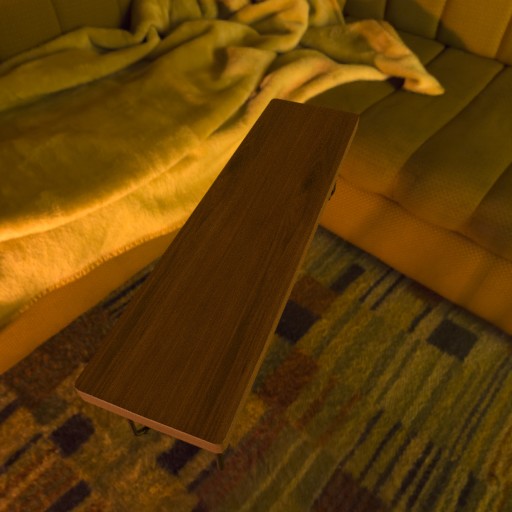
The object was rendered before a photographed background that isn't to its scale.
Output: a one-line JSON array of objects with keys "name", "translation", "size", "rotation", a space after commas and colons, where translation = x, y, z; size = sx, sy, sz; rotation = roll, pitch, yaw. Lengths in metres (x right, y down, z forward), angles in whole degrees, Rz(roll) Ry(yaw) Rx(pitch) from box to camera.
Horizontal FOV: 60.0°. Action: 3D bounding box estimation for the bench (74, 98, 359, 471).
[{"name": "bench", "translation": [0.000, 0.000, 1.744], "size": [0.425, 0.462, 1.570], "rotation": [16, 50, 14]}]
